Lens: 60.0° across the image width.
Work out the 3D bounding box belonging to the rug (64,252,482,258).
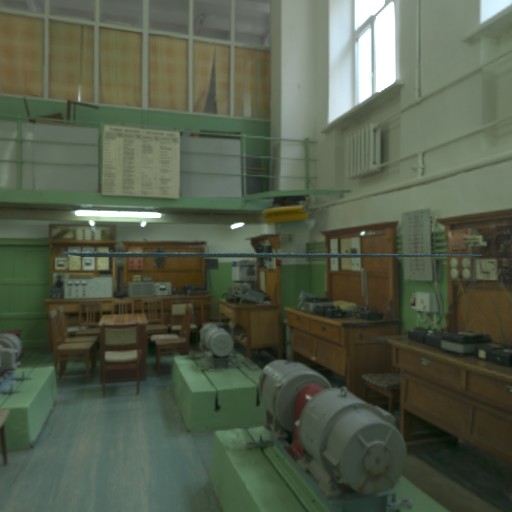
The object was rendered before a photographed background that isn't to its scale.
[{"bbox_3d":[0.000,0.000,4.367,3.291,0.013,2.337,0,-1,-19],"label":"rug"}]
